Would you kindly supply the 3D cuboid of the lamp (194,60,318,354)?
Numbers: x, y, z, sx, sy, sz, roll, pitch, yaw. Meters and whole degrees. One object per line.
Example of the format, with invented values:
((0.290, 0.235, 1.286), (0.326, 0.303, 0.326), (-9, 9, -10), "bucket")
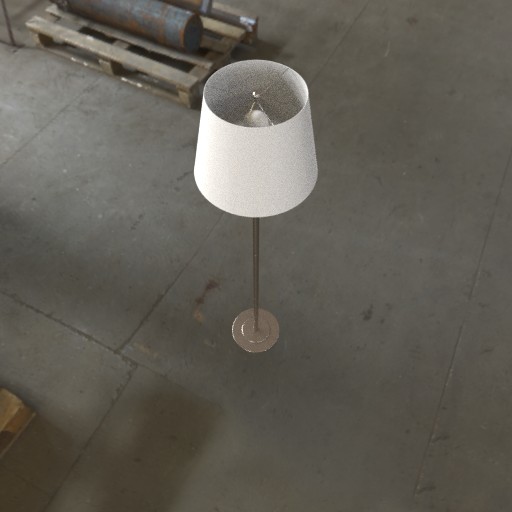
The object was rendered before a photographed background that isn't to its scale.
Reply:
((0.000, 0.000, 1.683), (0.355, 1.473, 0.355), (0, 58, 0), "lamp")
